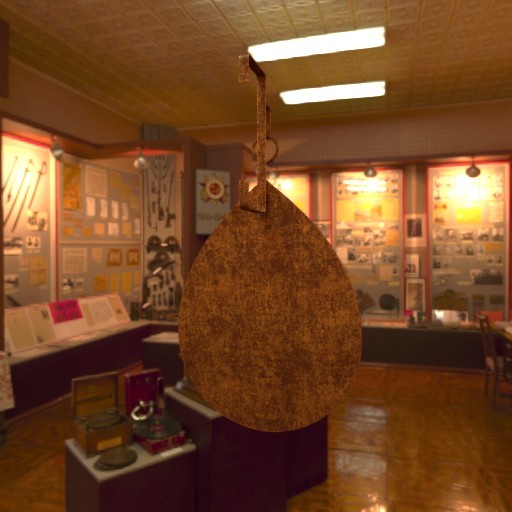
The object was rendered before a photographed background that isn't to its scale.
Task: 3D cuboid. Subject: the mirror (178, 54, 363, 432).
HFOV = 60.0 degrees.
[{"bbox_3d":[0.000,0.000,0.885,0.405,0.744,0.144,0,1,18],"label":"mirror"}]
